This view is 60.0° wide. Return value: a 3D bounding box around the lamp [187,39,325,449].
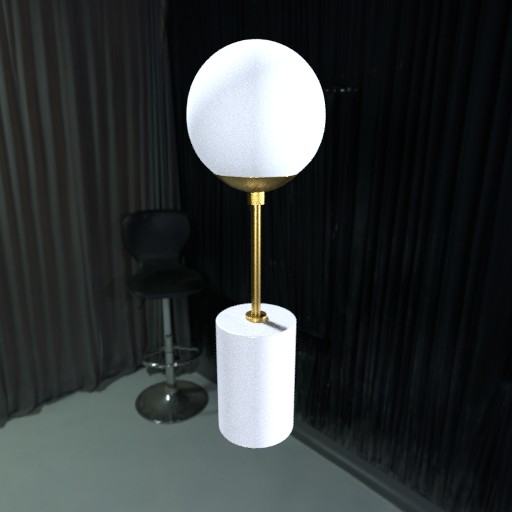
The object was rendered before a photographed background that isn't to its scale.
[{"bbox_3d":[0.000,0.000,0.542,0.153,0.480,0.153,0,16,0],"label":"lamp"}]
